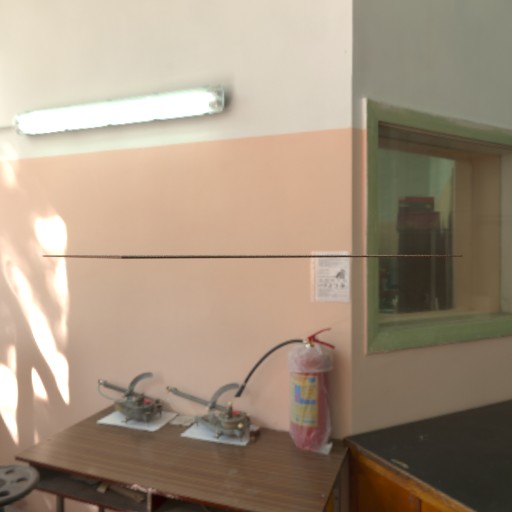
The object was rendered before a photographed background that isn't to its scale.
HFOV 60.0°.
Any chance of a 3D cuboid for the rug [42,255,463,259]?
[{"bbox_3d":[0.000,0.000,2.308,1.829,0.008,1.219,0,0,-36],"label":"rug"}]
